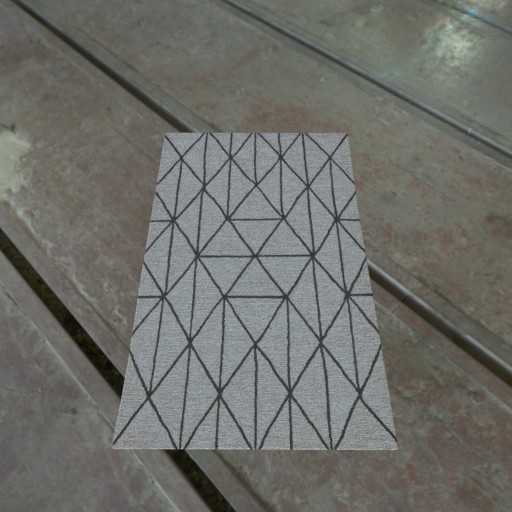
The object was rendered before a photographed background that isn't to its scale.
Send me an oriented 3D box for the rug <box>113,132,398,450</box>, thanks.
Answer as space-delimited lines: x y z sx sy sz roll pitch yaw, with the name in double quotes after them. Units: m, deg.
0.000 0.000 3.040 1.526 0.008 2.465 0 57 0 "rug"
